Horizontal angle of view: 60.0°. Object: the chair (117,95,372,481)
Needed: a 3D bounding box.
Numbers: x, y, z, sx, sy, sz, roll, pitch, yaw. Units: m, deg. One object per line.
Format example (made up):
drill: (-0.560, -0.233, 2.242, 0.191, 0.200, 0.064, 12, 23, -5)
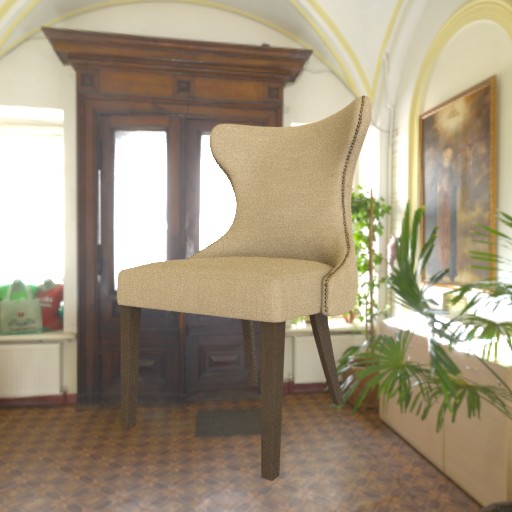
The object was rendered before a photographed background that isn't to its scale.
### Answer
chair: (0.000, 0.000, 1.354, 0.628, 0.967, 0.635, 1, 1, 35)
